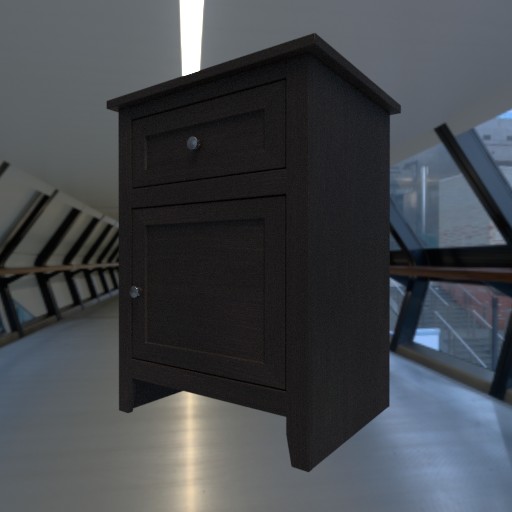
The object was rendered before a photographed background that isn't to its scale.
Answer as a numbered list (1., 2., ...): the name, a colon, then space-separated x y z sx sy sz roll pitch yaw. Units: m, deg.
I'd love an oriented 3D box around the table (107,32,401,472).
1. table: 0.000 0.000 0.922 0.480 0.635 0.381 0 0 36
